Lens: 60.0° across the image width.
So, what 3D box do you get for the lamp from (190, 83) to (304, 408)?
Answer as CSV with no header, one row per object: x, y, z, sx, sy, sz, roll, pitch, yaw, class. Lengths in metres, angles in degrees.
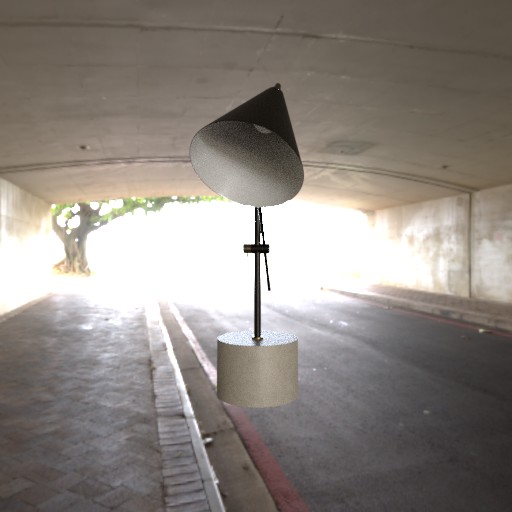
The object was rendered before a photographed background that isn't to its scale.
0.000,0.000,0.719,0.214,0.518,0.403,0,0,18,lamp
